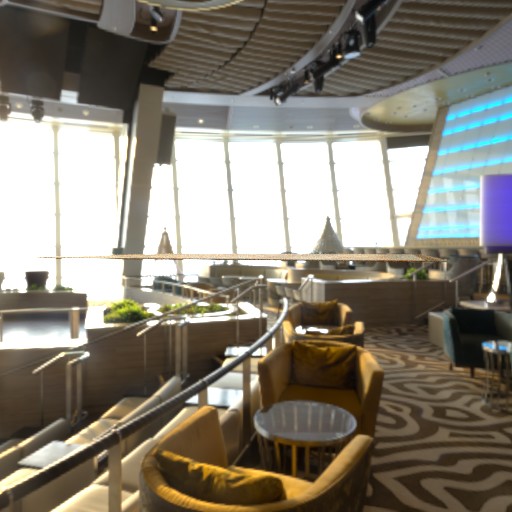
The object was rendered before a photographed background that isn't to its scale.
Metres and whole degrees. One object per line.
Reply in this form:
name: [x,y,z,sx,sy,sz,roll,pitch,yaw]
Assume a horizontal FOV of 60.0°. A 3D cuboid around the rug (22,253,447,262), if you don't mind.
rug: [0.000,0.000,4.120,3.048,0.010,2.439,0,1,18]
